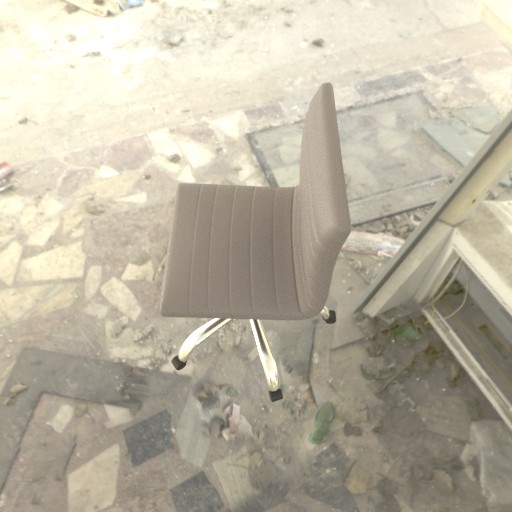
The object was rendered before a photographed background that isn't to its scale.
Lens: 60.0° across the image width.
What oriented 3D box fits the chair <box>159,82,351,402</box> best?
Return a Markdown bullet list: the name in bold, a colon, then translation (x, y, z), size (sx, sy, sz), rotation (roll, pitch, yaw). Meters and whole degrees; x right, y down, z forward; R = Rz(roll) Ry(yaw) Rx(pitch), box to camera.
- **chair**: translation (0.000, 0.000, 1.157), size (0.530, 0.780, 0.556), rotation (1, 57, 0)
